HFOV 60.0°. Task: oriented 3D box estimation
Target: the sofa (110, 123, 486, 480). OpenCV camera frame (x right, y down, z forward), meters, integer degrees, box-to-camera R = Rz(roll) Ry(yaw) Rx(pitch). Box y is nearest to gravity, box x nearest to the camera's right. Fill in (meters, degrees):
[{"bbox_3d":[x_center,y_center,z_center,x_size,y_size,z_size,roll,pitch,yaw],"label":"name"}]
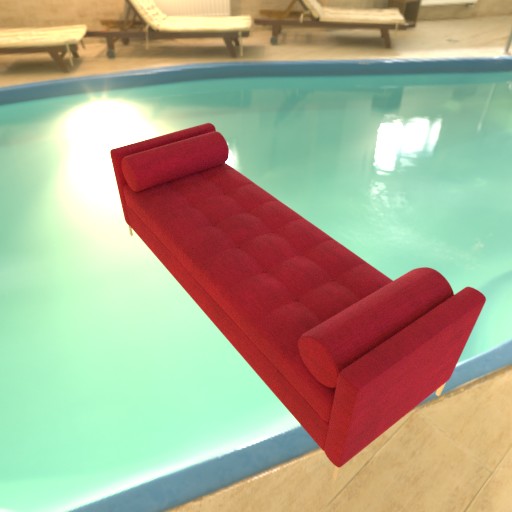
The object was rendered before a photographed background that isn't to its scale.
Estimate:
[{"bbox_3d":[0.000,0.000,2.282,0.686,0.635,1.981,-24,45,-27],"label":"sofa"}]
